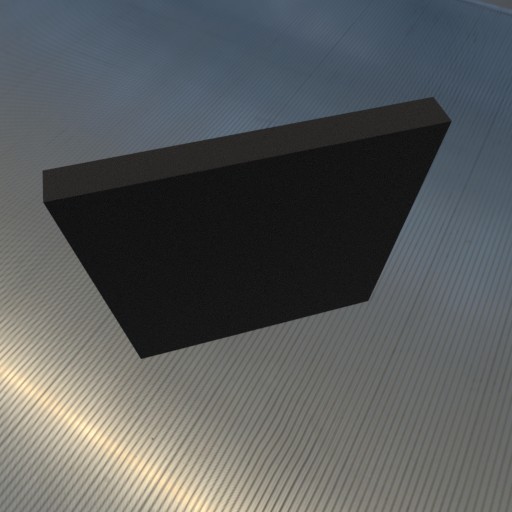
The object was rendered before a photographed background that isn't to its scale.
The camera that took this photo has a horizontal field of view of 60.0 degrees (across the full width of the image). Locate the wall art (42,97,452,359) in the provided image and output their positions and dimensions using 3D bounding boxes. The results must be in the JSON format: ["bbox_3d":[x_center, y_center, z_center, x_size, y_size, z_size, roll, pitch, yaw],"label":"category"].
[{"bbox_3d":[0.000,0.000,0.458,0.308,0.305,0.030,-13,58,-8],"label":"wall art"}]
